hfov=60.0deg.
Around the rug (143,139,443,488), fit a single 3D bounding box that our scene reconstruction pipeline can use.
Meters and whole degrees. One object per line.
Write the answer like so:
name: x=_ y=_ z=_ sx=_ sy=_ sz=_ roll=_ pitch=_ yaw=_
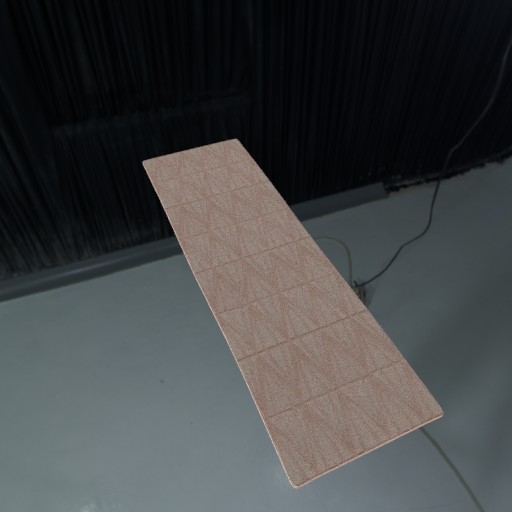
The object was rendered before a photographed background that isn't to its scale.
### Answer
rug: x=0.000 y=0.000 z=2.613 sx=0.760 sy=0.015 sz=2.435 roll=-18 pitch=49 yaw=-16
